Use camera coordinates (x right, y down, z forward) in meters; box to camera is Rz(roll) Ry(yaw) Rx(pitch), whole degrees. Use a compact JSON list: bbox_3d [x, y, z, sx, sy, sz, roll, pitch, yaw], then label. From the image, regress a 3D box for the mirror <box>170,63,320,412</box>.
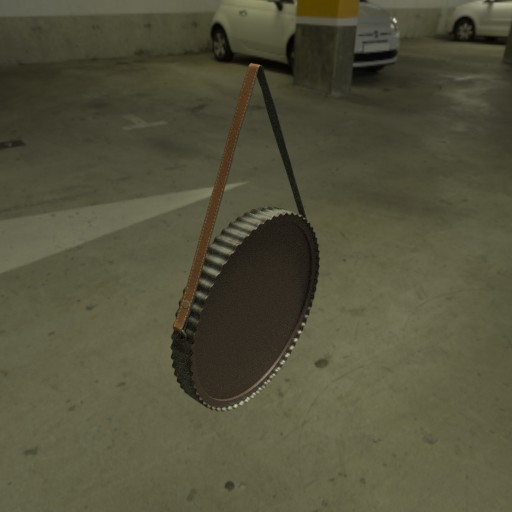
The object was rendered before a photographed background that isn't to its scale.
[{"bbox_3d":[0.000,0.000,0.709,0.042,0.568,0.355,21,36,32],"label":"mirror"}]
